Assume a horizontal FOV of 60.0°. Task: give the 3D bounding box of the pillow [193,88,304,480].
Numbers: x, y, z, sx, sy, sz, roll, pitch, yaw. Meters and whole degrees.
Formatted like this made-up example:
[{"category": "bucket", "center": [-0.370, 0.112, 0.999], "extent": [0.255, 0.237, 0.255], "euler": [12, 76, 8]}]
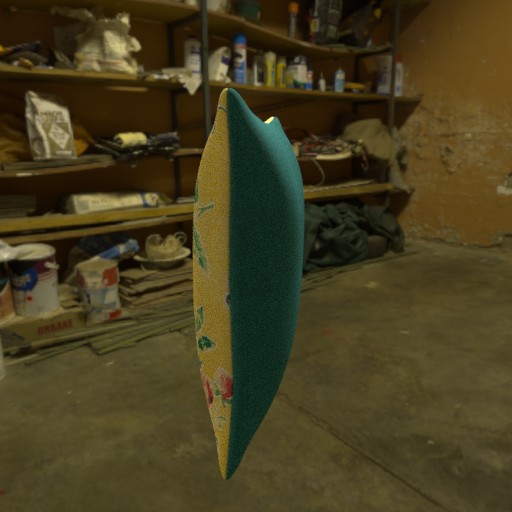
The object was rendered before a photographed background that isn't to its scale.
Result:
[{"category": "pillow", "center": [0.000, 0.000, 0.795], "extent": [0.166, 0.508, 0.525], "euler": [2, 14, 8]}]
